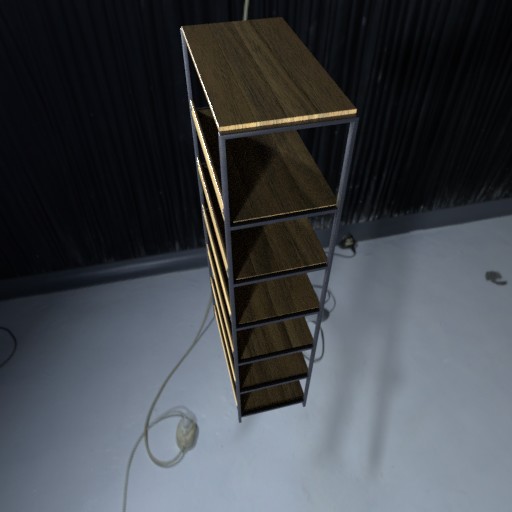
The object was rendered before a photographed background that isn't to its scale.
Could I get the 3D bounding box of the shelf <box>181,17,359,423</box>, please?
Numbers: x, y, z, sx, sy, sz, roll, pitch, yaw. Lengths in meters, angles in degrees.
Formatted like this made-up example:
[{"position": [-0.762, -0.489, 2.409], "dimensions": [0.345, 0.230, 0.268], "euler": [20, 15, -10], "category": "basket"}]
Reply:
[{"position": [0.000, 0.000, 2.308], "dimensions": [0.431, 2.015, 0.847], "euler": [-10, 48, -10], "category": "shelf"}]
